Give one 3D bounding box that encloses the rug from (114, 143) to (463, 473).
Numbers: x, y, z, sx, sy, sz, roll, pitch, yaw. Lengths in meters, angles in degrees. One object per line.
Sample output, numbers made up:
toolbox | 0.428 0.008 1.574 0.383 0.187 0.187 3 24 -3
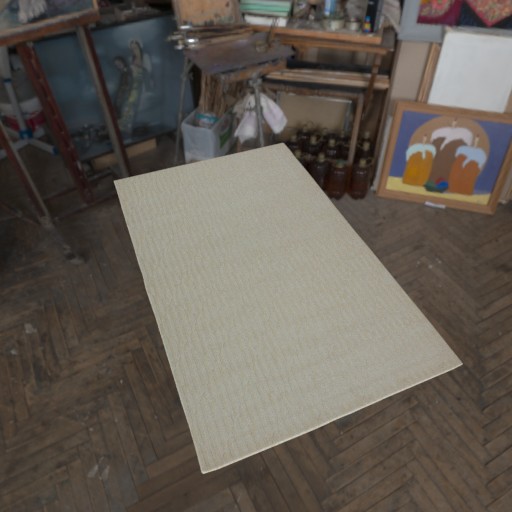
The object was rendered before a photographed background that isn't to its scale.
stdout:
rug | 0.000 0.000 3.049 1.531 0.014 2.441 -16 49 -15
